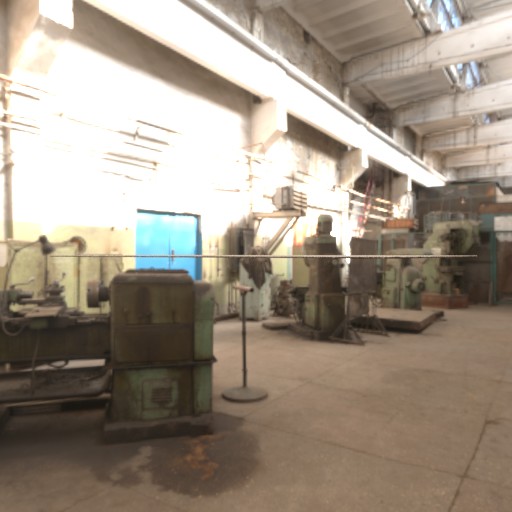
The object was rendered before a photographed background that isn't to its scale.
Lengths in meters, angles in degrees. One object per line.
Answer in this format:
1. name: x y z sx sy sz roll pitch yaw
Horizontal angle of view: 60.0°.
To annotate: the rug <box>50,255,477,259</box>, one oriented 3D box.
1. rug: 0.000 0.000 2.969 2.442 0.010 1.546 0 0 36
